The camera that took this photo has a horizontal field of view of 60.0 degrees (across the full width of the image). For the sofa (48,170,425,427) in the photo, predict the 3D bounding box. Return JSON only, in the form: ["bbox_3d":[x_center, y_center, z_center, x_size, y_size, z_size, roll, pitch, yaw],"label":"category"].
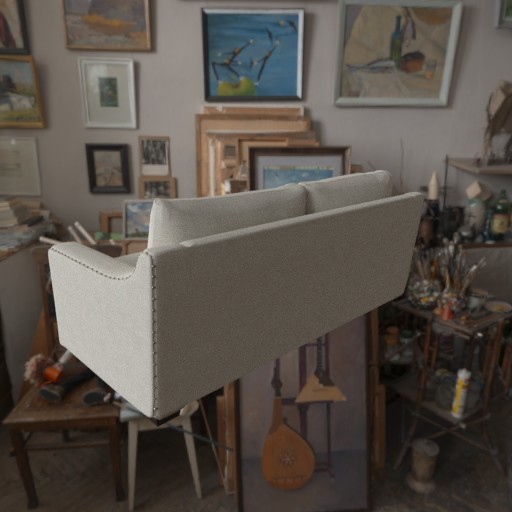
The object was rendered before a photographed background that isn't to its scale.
[{"bbox_3d":[0.000,0.000,2.740,2.107,0.983,1.104,-15,22,-42],"label":"sofa"}]
